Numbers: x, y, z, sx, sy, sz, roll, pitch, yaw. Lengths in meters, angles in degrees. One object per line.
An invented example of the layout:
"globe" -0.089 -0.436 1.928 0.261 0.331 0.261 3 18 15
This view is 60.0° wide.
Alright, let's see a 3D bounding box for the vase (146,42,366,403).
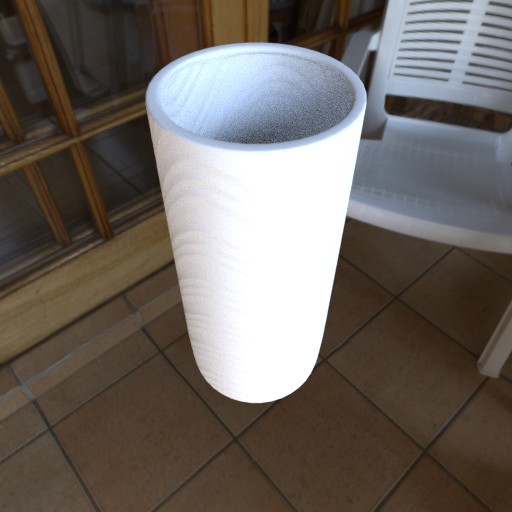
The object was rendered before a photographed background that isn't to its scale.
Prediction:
"vase" 0.000 0.000 0.395 0.143 0.316 0.143 0 48 0
